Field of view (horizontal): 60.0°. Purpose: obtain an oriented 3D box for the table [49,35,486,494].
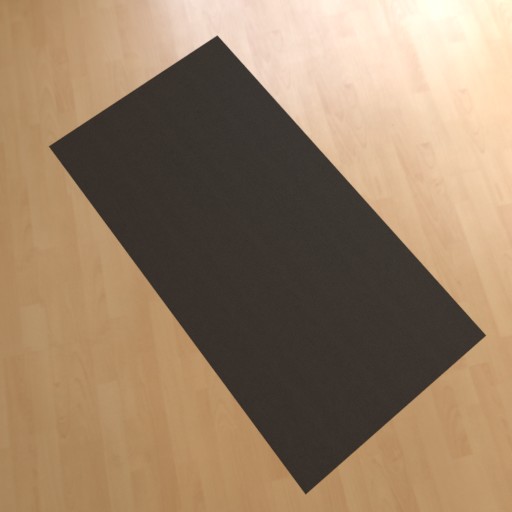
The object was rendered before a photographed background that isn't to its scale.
[{"bbox_3d":[0.000,0.000,1.355,0.574,0.435,1.095,-37,79,-8],"label":"table"}]
